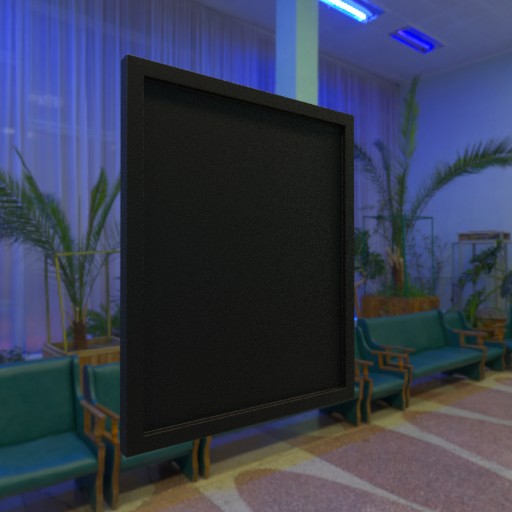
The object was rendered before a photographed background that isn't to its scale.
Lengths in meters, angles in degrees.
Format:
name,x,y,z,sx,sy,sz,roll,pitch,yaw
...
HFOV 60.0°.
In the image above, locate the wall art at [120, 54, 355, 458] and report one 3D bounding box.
name,x,y,z,sx,sy,sz,roll,pitch,yaw
wall art,0.000,0.000,0.754,0.457,0.559,0.028,0,-1,-35
